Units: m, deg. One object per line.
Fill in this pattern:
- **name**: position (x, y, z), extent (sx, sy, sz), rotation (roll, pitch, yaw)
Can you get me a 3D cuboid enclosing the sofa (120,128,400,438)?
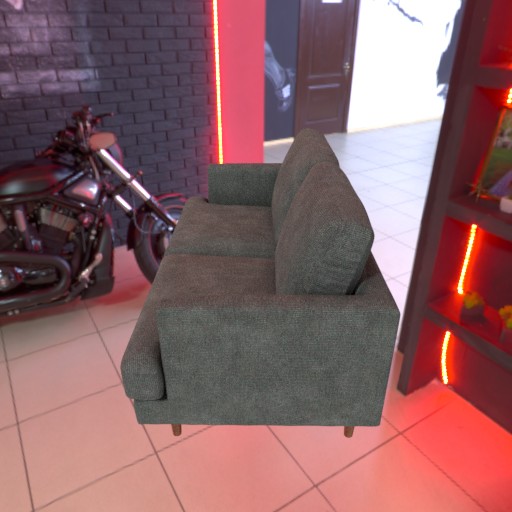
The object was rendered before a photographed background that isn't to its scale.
- **sofa**: position (0.000, 0.000, 2.123), extent (0.903, 0.956, 1.582), rotation (0, 28, 1)
